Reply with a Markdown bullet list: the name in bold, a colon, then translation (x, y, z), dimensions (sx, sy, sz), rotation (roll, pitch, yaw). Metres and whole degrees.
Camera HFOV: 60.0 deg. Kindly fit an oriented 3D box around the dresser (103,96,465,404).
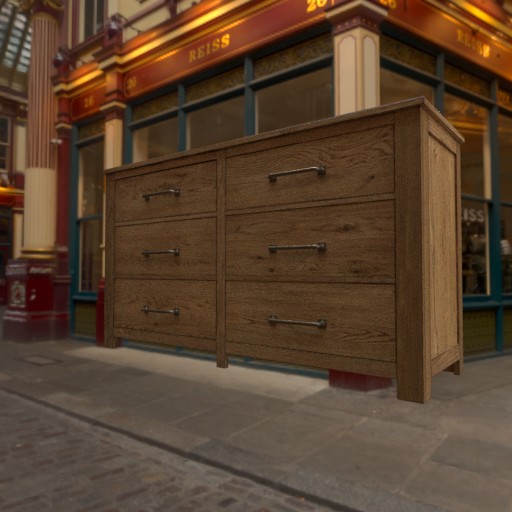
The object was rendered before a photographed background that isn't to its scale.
- **dresser**: translation (0.000, 0.000, 2.027), dimensions (1.657, 0.932, 0.563), rotation (-1, -2, 37)
